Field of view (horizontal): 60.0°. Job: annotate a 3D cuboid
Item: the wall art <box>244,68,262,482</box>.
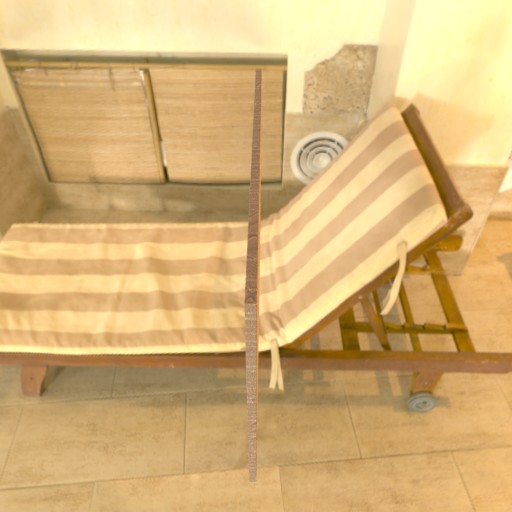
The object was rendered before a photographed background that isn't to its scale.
[{"bbox_3d":[0.000,0.000,1.378,0.020,0.761,1.056,1,43,1],"label":"wall art"}]
